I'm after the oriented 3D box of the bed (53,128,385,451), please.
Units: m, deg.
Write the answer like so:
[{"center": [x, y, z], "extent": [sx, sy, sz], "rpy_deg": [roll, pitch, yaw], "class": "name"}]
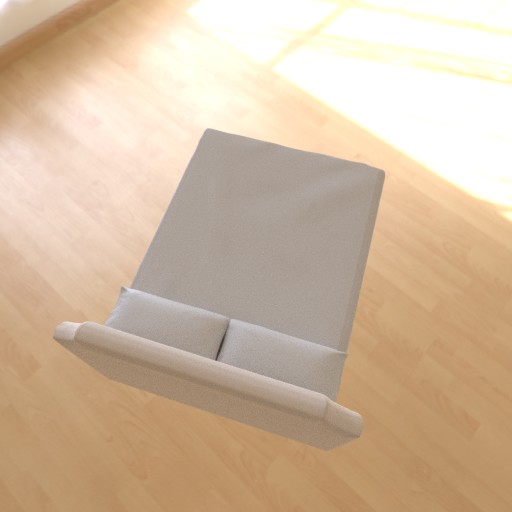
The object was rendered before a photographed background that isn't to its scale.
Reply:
[{"center": [0.000, 0.000, 3.282], "extent": [1.828, 1.297, 2.164], "rpy_deg": [15, 64, 8], "class": "bed"}]
